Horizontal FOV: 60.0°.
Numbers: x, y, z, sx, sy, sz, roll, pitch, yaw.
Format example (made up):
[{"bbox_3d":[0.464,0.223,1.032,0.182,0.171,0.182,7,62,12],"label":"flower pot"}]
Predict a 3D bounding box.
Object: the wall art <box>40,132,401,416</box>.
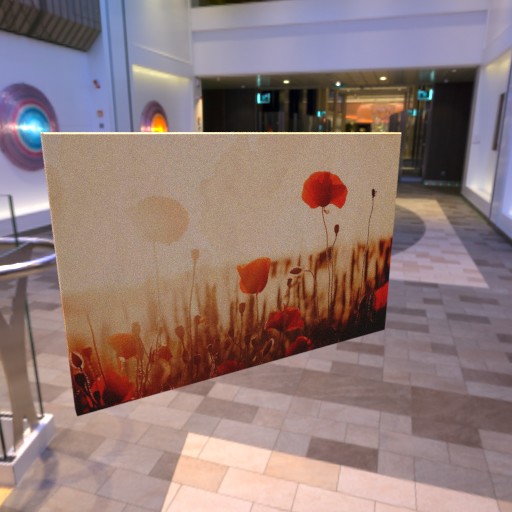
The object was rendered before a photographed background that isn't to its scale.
[{"bbox_3d":[0.000,0.000,1.122,0.918,0.602,0.038,-8,18,-28],"label":"wall art"}]
